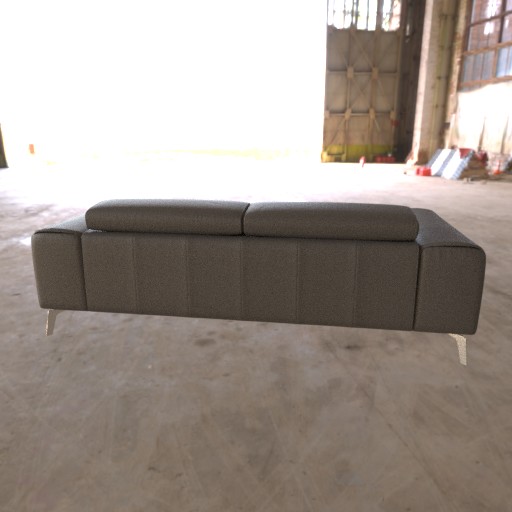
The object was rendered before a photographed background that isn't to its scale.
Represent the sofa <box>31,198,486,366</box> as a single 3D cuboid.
[{"bbox_3d":[0.000,0.000,2.728,2.321,0.759,1.023,2,16,8],"label":"sofa"}]
